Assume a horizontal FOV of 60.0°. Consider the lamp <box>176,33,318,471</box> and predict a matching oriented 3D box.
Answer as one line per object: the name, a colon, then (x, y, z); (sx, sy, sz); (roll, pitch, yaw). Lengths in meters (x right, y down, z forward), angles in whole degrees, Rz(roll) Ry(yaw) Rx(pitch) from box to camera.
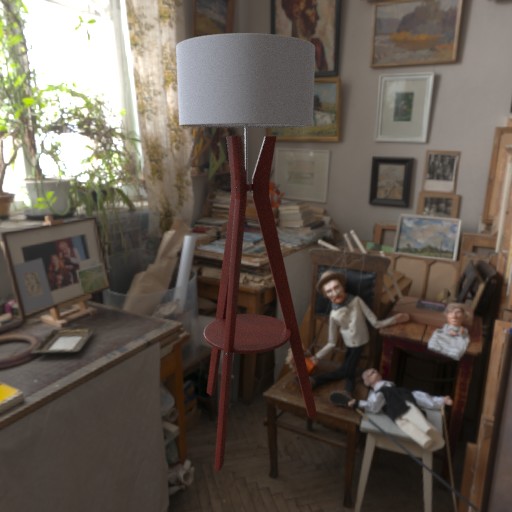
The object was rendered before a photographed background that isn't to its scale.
lamp: (0.000, 0.000, 1.715); (0.542, 1.472, 0.539); (-2, 15, -9)
